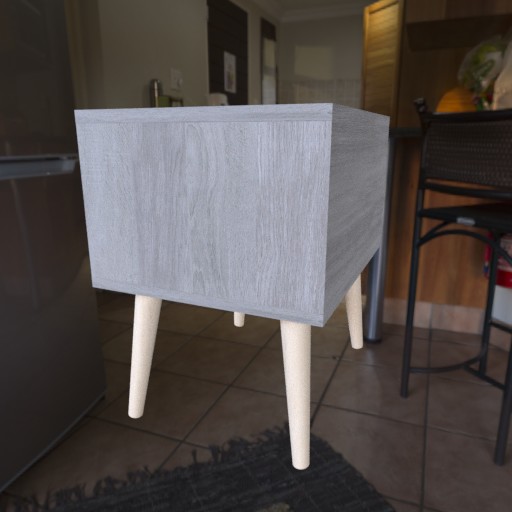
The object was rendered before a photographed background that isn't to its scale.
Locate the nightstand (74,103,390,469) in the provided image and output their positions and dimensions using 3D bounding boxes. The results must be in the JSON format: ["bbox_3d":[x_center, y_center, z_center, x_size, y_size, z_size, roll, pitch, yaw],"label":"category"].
[{"bbox_3d":[0.000,0.000,0.819,0.380,0.500,0.450,7,17,23],"label":"nightstand"}]
